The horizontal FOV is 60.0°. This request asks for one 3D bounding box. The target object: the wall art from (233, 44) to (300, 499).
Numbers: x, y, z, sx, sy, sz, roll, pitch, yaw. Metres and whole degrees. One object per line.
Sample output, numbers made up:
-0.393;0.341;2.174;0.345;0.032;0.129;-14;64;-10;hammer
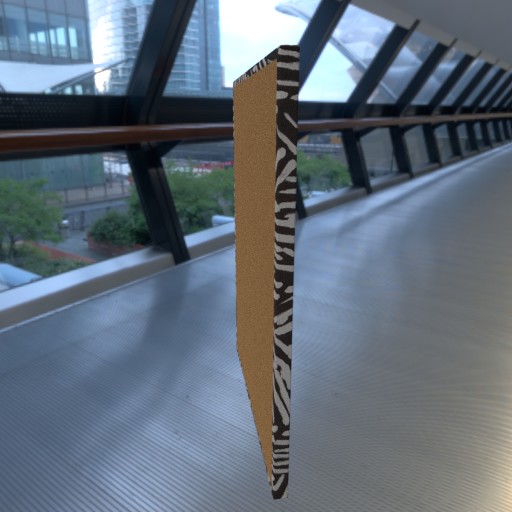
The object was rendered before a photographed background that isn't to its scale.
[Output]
0.000;0.000;1.299;0.038;1.017;0.765;-3;17;-9;wall art
